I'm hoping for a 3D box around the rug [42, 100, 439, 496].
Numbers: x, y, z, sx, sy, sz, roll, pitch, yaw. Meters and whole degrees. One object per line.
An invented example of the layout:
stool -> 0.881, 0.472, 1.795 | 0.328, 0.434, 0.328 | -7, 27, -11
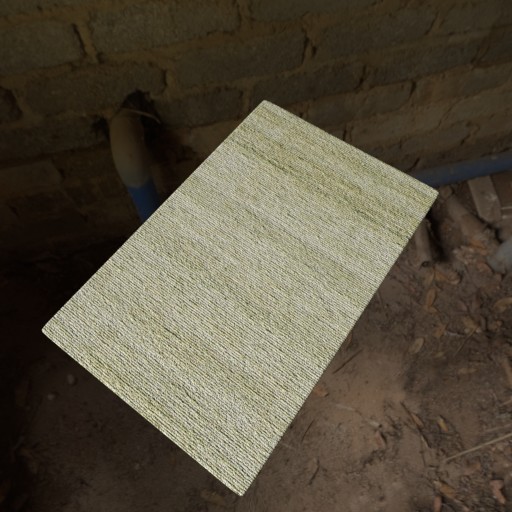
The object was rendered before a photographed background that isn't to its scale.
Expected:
rug -> 0.000, 0.000, 2.178 | 1.143, 0.010, 1.758 | 33, 68, 15
